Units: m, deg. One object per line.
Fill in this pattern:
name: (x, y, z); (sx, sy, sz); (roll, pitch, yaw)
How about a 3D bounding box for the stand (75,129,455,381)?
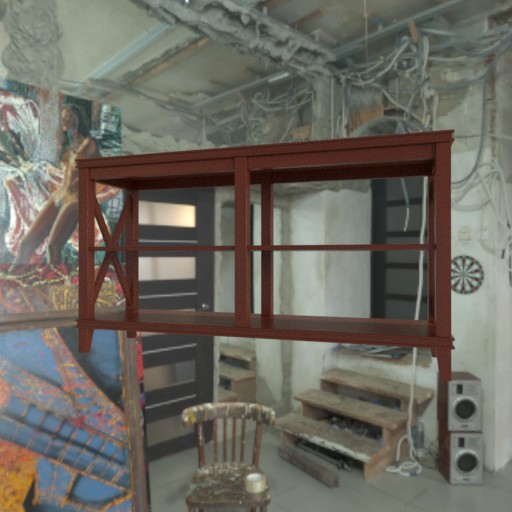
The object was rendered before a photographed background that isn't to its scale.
stand: (0.000, 0.000, 1.717); (1.372, 0.762, 0.381); (0, 0, 17)
